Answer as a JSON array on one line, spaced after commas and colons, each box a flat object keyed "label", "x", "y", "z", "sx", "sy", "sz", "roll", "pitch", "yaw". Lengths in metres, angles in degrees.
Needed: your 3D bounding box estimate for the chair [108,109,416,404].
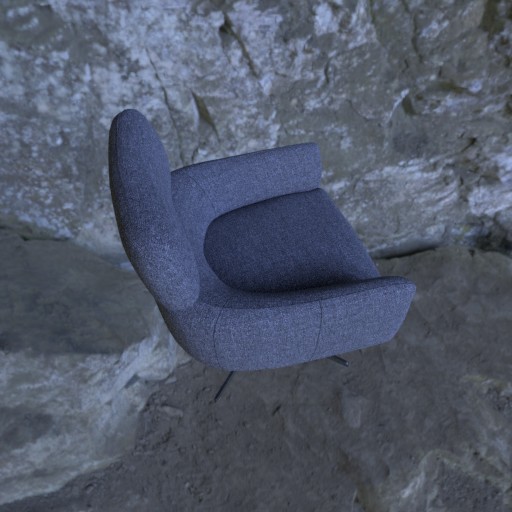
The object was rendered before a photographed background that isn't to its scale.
[{"label": "chair", "x": 0.000, "y": 0.000, "z": 1.359, "sx": 0.715, "sy": 0.812, "sz": 0.706, "roll": -12, "pitch": 48, "yaw": -11}]
